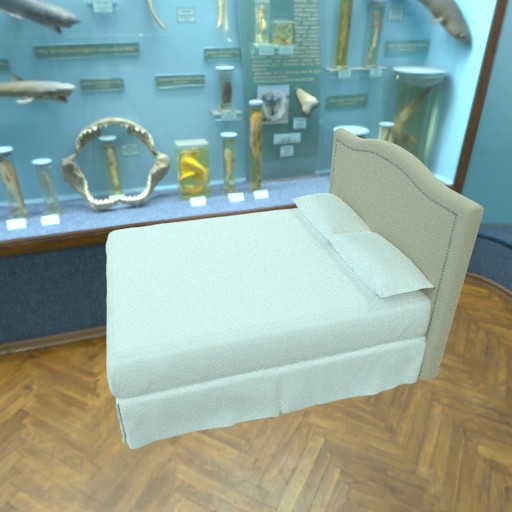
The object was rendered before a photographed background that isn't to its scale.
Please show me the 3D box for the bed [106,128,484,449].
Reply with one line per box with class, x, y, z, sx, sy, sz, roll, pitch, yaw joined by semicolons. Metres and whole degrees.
bed;0.000;0.000;3.214;2.143;1.460;1.753;-8;31;-14
